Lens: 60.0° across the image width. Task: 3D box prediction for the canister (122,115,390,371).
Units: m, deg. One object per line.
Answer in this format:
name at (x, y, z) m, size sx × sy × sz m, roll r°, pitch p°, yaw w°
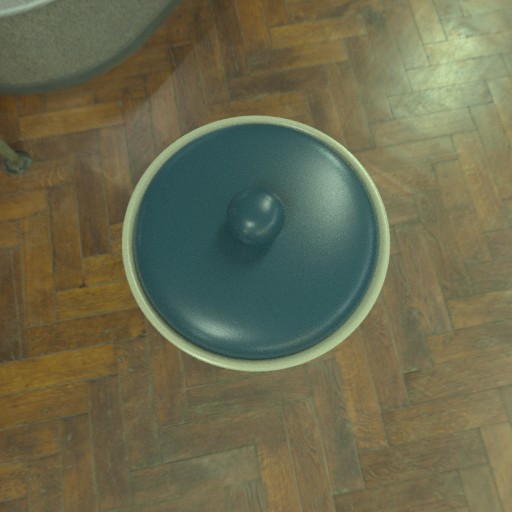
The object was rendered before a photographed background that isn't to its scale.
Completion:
canister at (0.000, 0.000, 0.356) m, size 0.181 × 0.211 × 0.181 m, roll 0°, pitch 75°, yaw 0°
